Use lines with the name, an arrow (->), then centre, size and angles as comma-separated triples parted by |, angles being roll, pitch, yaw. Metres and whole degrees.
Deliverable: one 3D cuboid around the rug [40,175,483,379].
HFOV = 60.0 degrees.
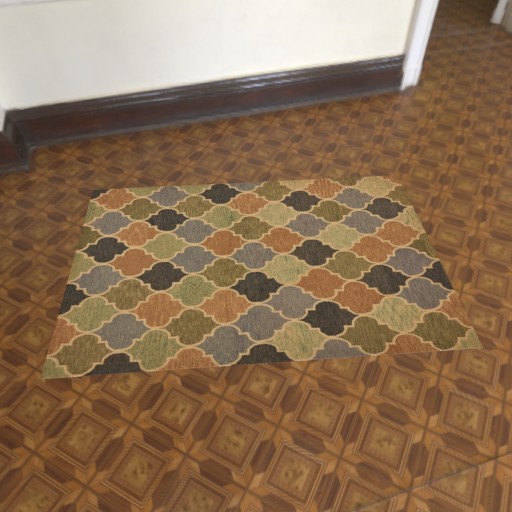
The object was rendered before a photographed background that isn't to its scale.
rug -> 0.000, 0.000, 2.803 | 2.284, 0.006, 1.521 | -3, 47, -3
